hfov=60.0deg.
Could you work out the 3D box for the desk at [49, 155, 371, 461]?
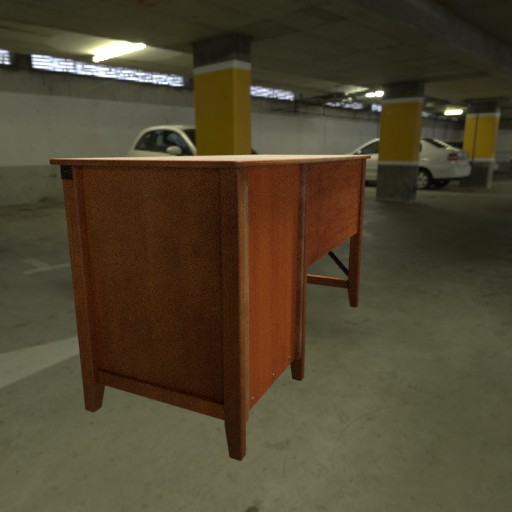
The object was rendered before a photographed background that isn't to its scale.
[{"bbox_3d":[0.000,0.000,1.725,0.574,0.756,1.353,6,15,25],"label":"desk"}]
